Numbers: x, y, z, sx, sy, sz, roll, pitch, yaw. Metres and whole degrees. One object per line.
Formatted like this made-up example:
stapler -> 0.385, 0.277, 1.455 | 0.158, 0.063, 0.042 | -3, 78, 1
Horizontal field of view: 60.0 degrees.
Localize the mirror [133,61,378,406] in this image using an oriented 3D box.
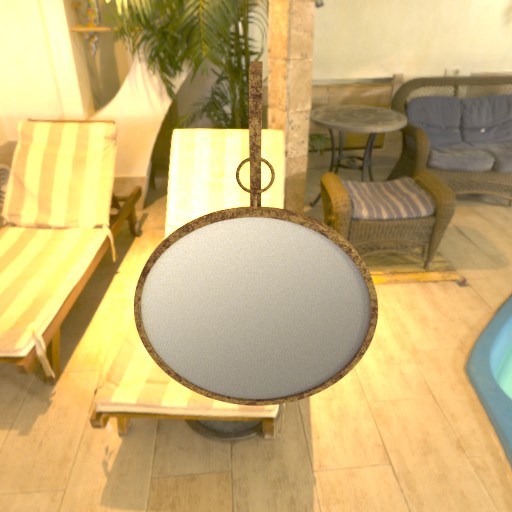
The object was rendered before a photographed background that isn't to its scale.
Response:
mirror -> 0.000, 0.000, 0.822 | 0.447, 0.651, 0.144 | 1, 30, 1
